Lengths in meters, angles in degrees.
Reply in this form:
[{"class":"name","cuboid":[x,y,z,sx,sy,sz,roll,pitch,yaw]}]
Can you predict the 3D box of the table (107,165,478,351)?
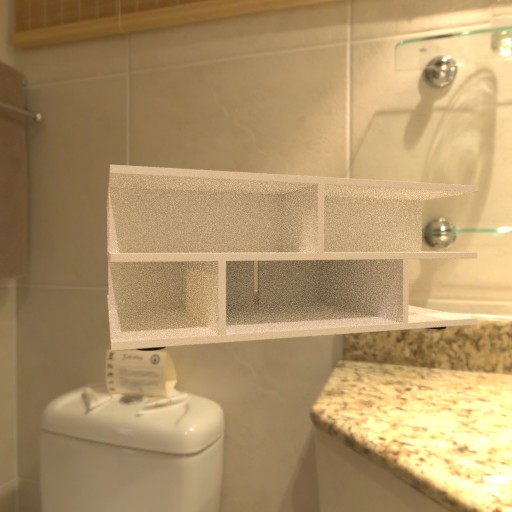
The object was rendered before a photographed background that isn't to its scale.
[{"class":"table","cuboid":[0.000,0.000,1.107,0.700,0.289,0.700,0,1,-19]}]
